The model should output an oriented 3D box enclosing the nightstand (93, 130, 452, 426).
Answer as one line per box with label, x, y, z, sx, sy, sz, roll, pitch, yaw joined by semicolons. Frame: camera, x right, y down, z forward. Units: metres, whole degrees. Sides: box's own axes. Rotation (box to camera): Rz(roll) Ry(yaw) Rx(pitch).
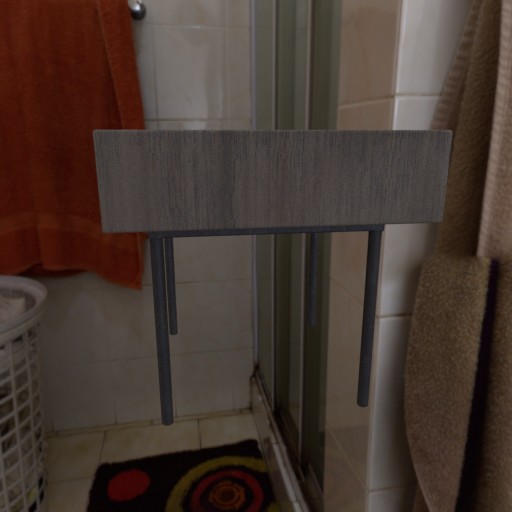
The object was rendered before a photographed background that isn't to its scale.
nightstand;0.000;0.000;0.911;0.503;0.497;0.502;-2;16;-8
